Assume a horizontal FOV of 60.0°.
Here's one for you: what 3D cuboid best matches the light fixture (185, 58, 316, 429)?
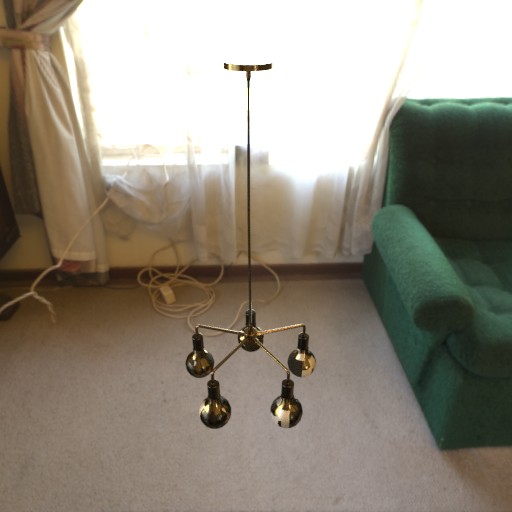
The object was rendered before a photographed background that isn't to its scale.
[{"bbox_3d":[0.000,0.000,1.218,0.421,0.988,0.438,-10,32,-16],"label":"light fixture"}]
